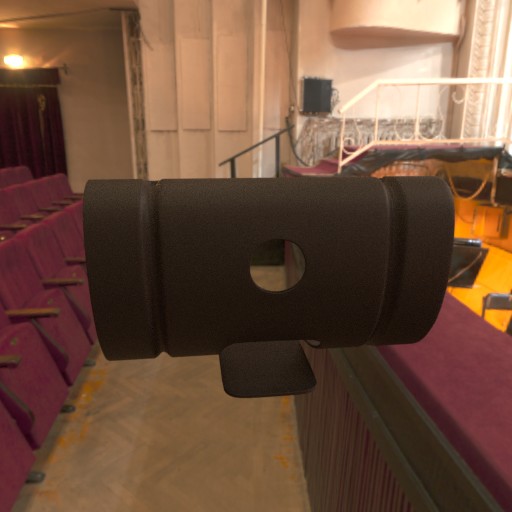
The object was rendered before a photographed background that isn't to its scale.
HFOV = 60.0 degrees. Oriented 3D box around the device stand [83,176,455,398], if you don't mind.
[{"bbox_3d":[0.000,0.000,0.401,0.256,0.155,0.236,-2,15,-7],"label":"device stand"}]
